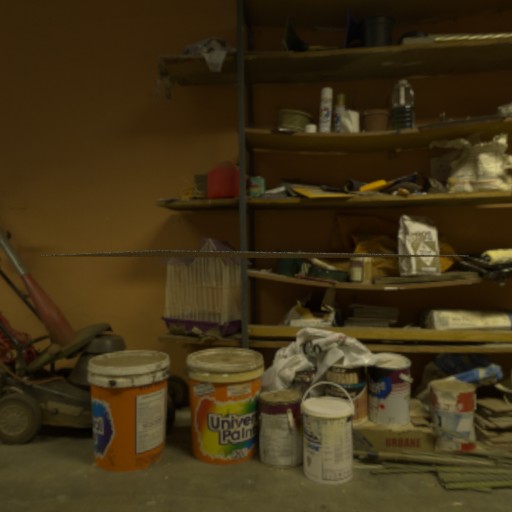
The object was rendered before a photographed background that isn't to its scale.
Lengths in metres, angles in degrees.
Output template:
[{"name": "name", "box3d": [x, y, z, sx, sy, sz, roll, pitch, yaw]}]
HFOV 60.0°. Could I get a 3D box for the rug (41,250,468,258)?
[{"name": "rug", "box3d": [0.000, 0.000, 4.161, 3.200, 0.007, 2.443, 1, -1, -38]}]
